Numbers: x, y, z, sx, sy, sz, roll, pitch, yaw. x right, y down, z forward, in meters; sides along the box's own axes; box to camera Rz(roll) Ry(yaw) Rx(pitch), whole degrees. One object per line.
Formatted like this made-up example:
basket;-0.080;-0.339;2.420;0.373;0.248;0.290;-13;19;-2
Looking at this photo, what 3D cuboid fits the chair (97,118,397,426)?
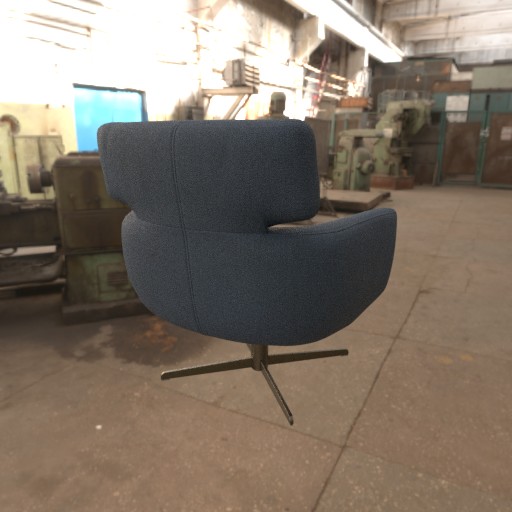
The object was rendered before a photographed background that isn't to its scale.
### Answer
chair;0.000;0.000;1.413;0.738;0.813;0.761;9;17;29
